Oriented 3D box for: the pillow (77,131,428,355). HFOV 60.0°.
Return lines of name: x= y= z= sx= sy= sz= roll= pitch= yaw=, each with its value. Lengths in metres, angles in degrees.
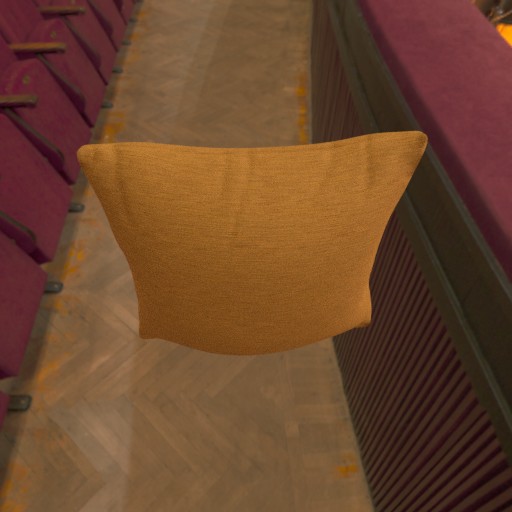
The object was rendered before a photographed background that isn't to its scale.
pillow: x=0.000 y=0.000 z=0.690 sx=0.435 sy=0.417 sz=0.247 roll=-3 pitch=47 yaw=-3
